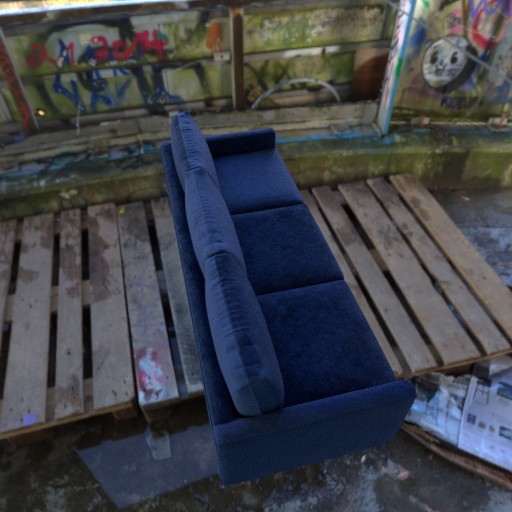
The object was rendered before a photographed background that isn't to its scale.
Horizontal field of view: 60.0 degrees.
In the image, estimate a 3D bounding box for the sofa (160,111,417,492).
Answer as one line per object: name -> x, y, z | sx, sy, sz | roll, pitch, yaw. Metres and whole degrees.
sofa -> 0.000, 0.000, 2.627 | 0.875, 0.879, 2.252 | -10, 46, -10
